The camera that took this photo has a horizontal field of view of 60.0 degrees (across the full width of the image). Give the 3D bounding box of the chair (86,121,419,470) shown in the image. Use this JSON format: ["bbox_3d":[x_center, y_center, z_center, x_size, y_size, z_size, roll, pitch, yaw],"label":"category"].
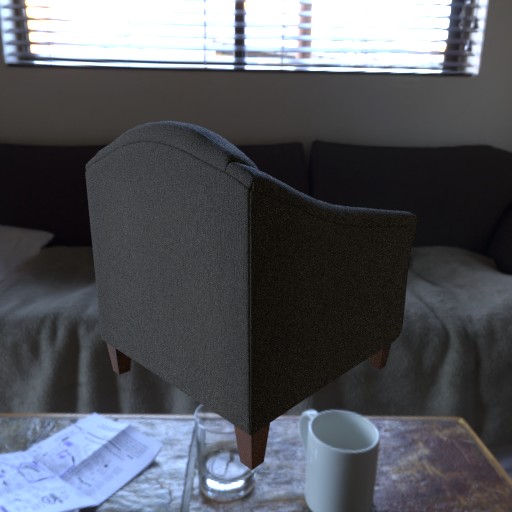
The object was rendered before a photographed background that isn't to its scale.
[{"bbox_3d":[0.000,0.000,1.472,0.763,0.839,0.787,14,20,43],"label":"chair"}]
